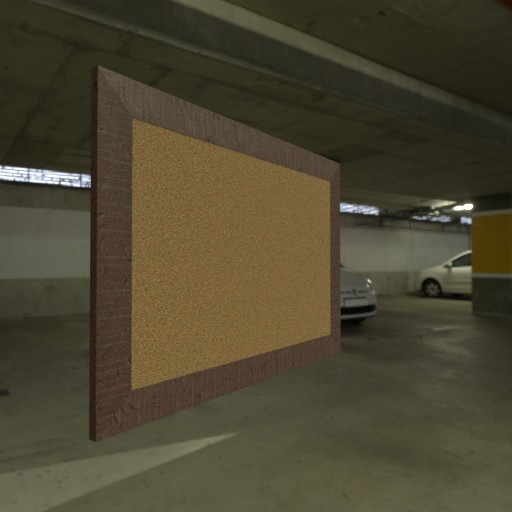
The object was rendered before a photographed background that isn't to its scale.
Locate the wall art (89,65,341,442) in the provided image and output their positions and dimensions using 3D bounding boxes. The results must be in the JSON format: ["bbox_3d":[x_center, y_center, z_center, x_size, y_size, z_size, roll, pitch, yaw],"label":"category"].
[{"bbox_3d":[0.000,0.000,1.111,0.019,0.626,0.917,-1,-1,36],"label":"wall art"}]
